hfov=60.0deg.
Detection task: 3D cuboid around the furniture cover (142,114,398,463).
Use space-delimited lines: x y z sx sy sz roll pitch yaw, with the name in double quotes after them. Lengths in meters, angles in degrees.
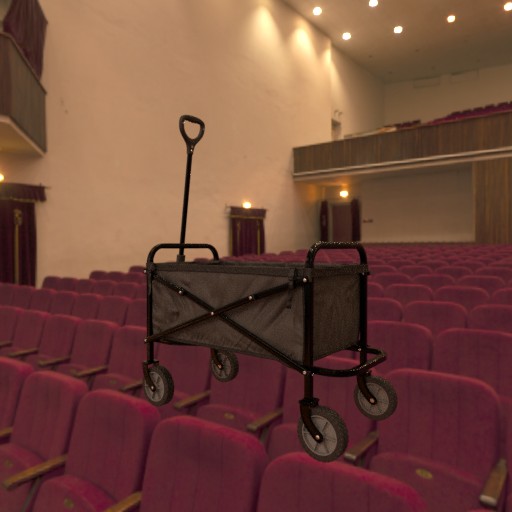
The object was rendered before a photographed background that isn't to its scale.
0.000 0.000 1.851 1.038 1.295 0.532 1 1 38 "furniture cover"
